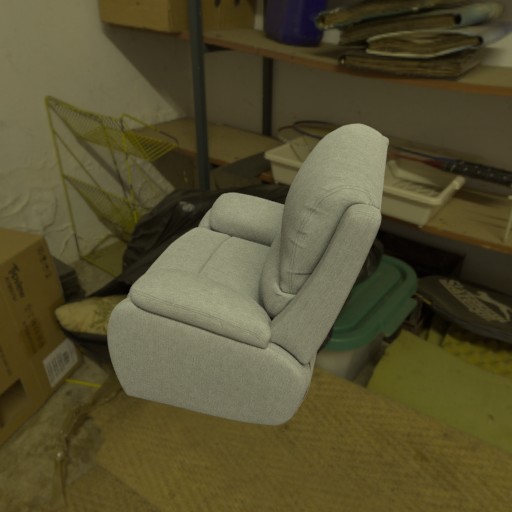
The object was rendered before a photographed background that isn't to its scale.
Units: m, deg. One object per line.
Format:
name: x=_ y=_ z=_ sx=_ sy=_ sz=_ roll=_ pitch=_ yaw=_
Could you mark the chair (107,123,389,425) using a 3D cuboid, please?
chair: x=0.000 y=0.000 z=1.770 sx=0.899 sy=1.011 sz=0.930 roll=8 pitch=30 yaw=14
